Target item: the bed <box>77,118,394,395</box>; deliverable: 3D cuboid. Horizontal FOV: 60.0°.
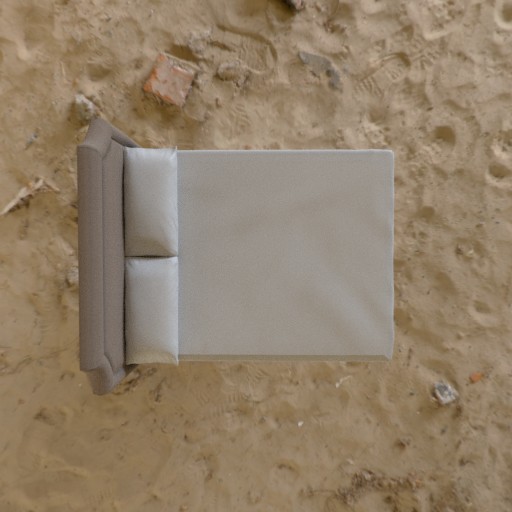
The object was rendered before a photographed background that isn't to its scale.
[{"bbox_3d":[0.000,0.000,3.302,2.164,1.303,1.828,0,92,1],"label":"bed"}]
